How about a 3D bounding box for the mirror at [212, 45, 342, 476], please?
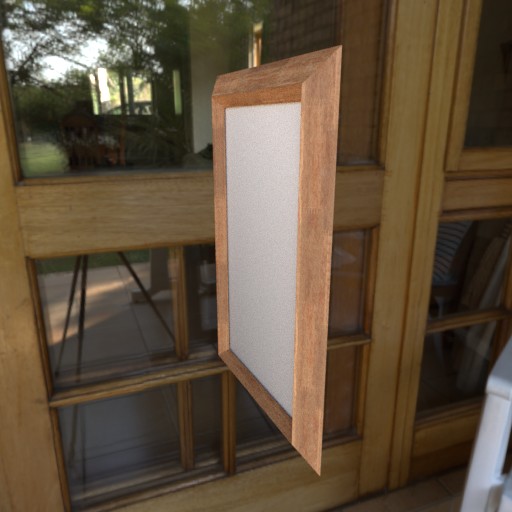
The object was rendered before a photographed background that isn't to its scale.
[{"bbox_3d":[0.000,0.000,1.261,0.047,1.010,0.651,-8,18,-25],"label":"mirror"}]
